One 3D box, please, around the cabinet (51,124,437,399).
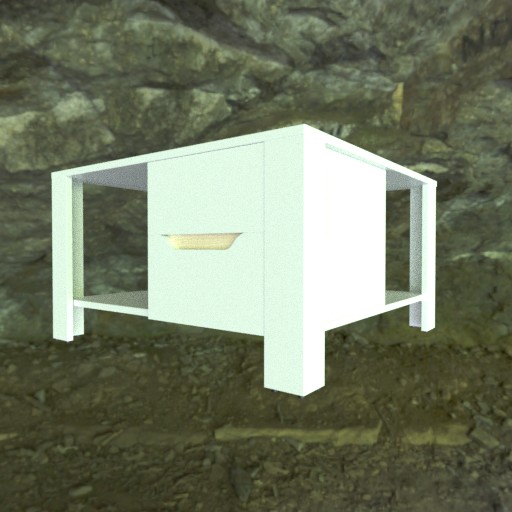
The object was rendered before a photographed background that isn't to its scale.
[{"bbox_3d":[0.000,0.000,1.296,0.800,0.460,0.800,1,1,37],"label":"cabinet"}]
